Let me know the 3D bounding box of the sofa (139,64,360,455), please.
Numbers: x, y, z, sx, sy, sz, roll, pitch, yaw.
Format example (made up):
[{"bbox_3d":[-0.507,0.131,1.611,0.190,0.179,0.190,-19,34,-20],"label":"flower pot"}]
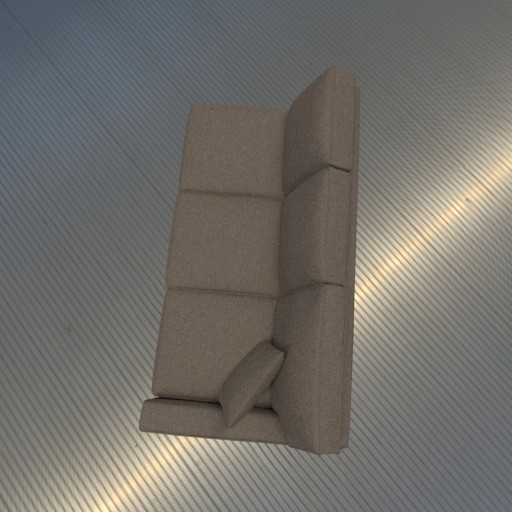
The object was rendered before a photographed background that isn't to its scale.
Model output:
[{"bbox_3d":[0.000,0.000,2.557,1.034,0.946,1.963,5,75,1],"label":"sofa"}]
